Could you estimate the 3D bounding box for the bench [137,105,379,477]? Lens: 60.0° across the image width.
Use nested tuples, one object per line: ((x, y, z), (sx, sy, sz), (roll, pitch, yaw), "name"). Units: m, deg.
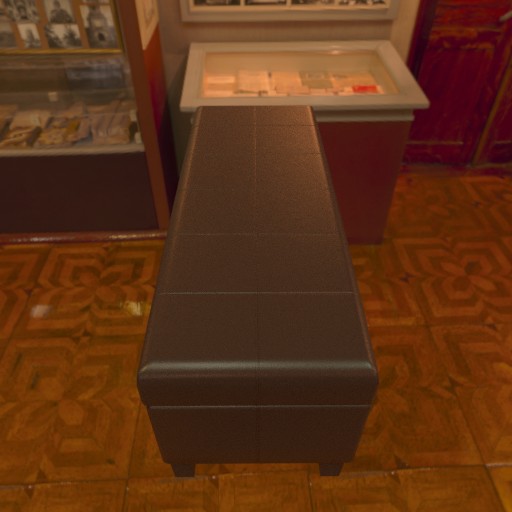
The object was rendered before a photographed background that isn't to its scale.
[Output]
((0.000, 0.000, 1.286), (0.429, 0.457, 1.092), (0, 42, 0), "bench")
